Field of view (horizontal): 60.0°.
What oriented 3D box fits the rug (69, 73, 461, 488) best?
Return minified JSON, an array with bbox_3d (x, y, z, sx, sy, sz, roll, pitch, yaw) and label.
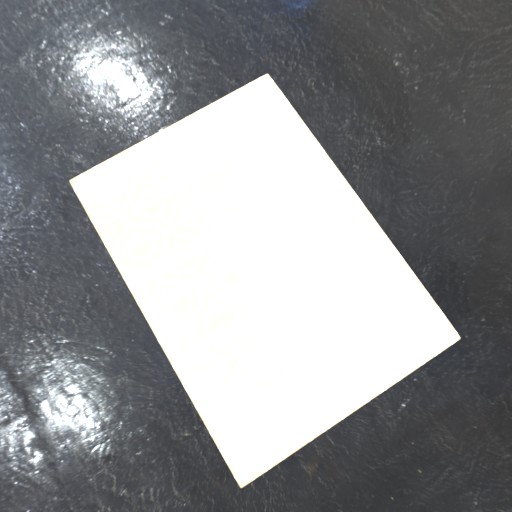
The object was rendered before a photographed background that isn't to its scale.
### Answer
[{"bbox_3d":[0.000,0.000,2.738,1.524,0.010,2.134,-31,77,-8],"label":"rug"}]
